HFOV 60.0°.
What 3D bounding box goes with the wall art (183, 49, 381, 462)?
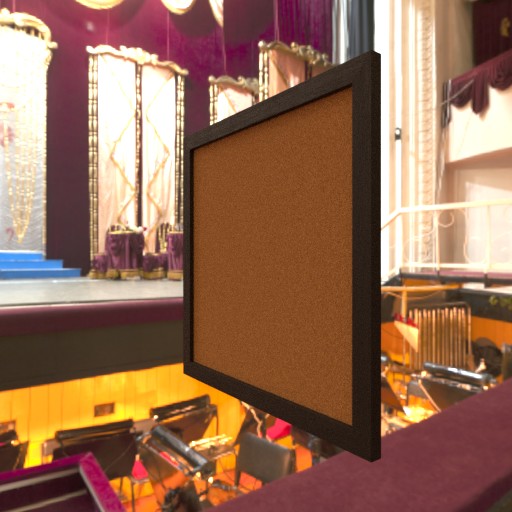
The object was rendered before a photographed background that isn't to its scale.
[{"bbox_3d":[0.000,0.000,1.511,0.038,1.016,1.016,0,0,-36],"label":"wall art"}]
